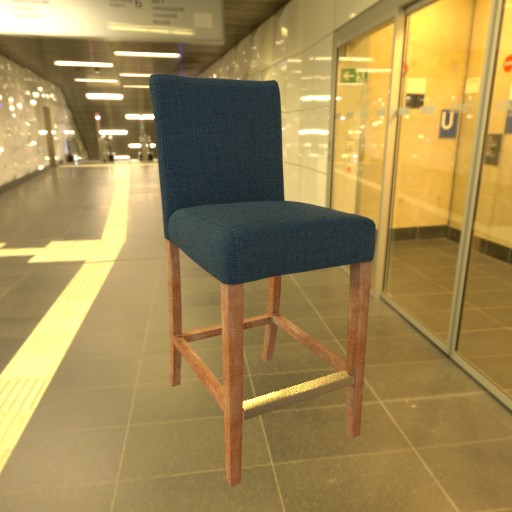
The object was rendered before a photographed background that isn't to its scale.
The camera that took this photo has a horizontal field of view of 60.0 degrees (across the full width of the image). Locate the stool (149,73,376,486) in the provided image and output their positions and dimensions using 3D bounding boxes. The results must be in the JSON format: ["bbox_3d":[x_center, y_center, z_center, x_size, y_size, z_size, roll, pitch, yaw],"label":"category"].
[{"bbox_3d":[0.000,0.000,1.318,0.454,1.039,0.567,-8,18,-27],"label":"stool"}]
